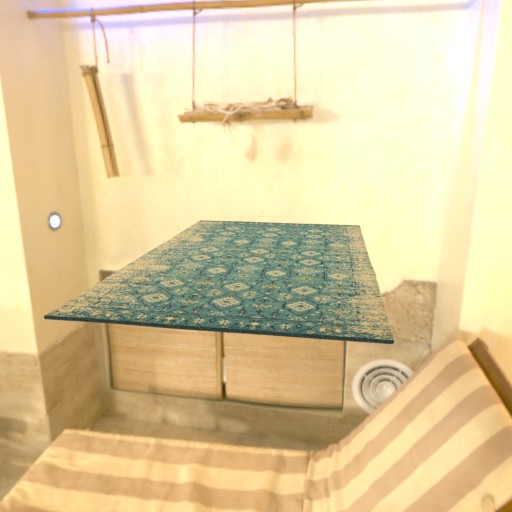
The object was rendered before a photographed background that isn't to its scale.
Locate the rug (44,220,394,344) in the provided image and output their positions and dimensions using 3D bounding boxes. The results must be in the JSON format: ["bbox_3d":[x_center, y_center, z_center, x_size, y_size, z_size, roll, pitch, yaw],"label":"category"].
[{"bbox_3d":[0.000,0.000,3.018,1.530,0.015,2.449,2,15,9],"label":"rug"}]
